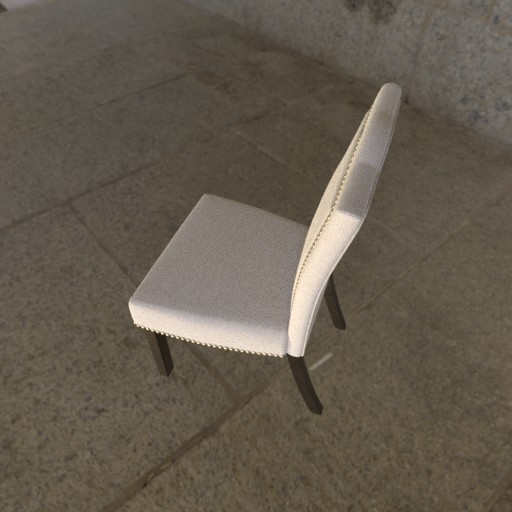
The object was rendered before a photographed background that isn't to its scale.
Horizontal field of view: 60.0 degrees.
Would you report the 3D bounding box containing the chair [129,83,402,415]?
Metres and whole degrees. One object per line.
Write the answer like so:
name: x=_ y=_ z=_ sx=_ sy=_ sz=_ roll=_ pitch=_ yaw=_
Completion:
chair: x=0.000 y=0.000 z=1.281 sx=0.589 sy=0.946 sz=0.518 roll=15 pitch=49 yaw=14
